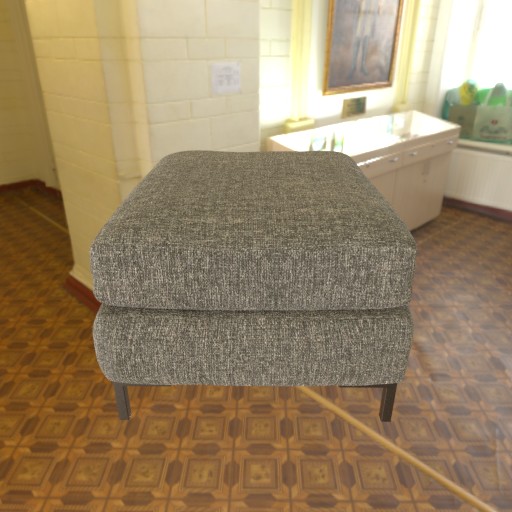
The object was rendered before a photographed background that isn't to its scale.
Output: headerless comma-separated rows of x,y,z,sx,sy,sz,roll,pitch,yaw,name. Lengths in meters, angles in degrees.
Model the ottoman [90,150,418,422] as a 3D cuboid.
0.000,0.000,1.237,0.683,0.480,0.828,0,25,0,ottoman
